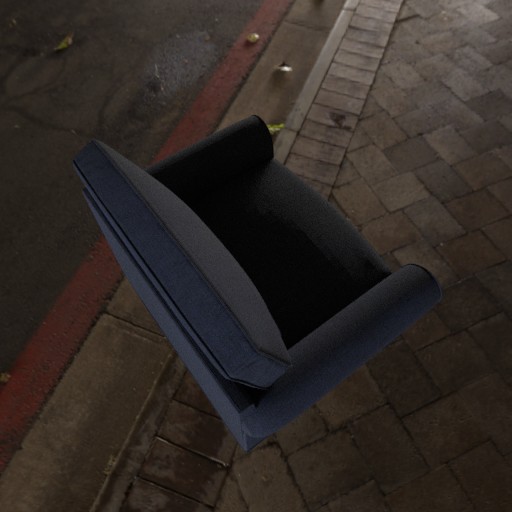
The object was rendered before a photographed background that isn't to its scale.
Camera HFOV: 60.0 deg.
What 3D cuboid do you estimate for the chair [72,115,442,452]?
[{"bbox_3d":[0.000,0.000,1.946,0.963,1.044,1.285,-32,64,-18],"label":"chair"}]
